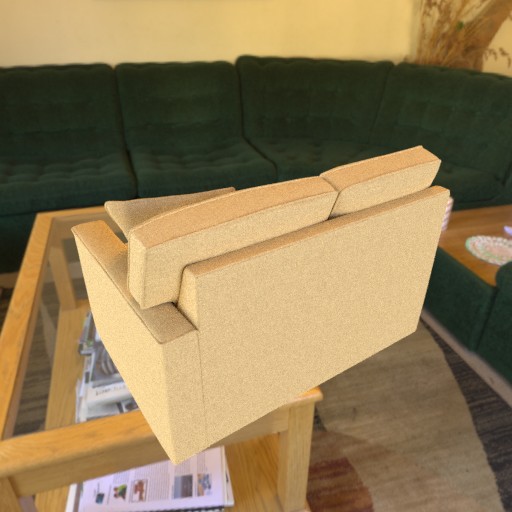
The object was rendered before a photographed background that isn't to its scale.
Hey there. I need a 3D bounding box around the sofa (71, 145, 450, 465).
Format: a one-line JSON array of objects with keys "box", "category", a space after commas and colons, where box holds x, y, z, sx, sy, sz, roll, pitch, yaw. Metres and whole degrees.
[{"box": [0.000, 0.000, 2.071, 1.388, 0.989, 0.991, -19, 35, -29], "category": "sofa"}]
